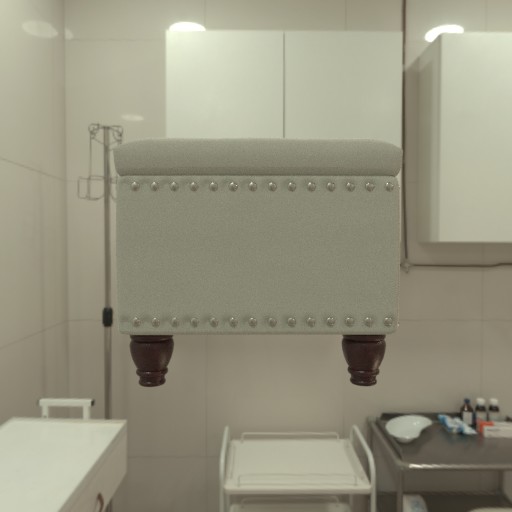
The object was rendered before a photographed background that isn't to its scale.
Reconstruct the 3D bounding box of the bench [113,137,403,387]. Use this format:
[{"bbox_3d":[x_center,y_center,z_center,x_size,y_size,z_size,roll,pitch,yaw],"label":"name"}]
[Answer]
[{"bbox_3d":[0.000,0.000,1.202,0.500,0.449,0.887,0,2,-1],"label":"bench"}]
